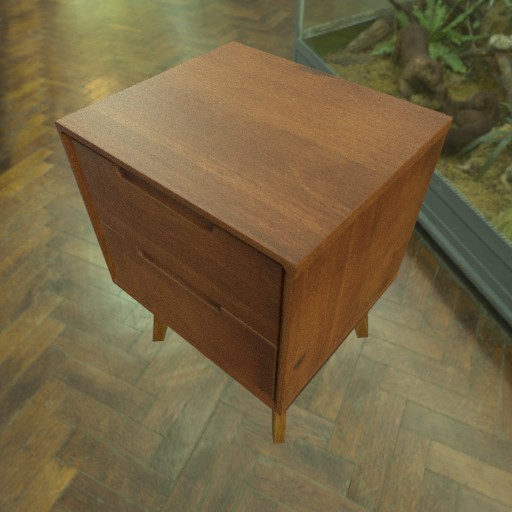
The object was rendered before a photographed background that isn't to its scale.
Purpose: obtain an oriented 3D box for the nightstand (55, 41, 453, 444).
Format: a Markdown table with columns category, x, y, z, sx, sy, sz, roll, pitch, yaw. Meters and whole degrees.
| category | x | y | z | sx | sy | sz | roll | pitch | yaw |
| --- | --- | --- | --- | --- | --- | --- | --- | --- | --- |
| nightstand | 0.000 | 0.000 | 0.905 | 0.460 | 0.618 | 0.411 | 32 | 54 | 26 |
